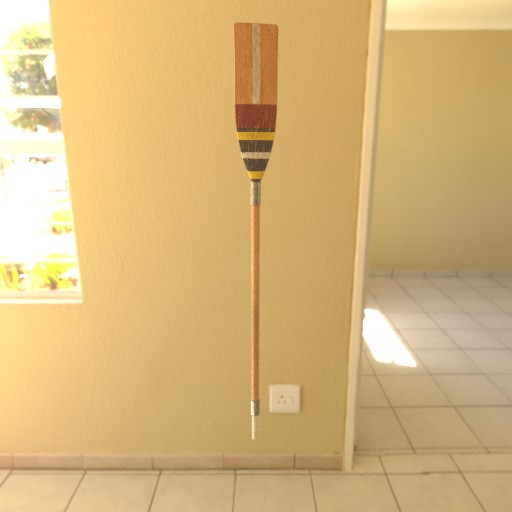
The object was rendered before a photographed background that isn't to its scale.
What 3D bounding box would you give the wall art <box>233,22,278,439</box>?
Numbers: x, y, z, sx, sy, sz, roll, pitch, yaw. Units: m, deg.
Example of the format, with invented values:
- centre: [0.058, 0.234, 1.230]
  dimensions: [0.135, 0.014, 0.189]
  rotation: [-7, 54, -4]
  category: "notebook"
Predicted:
- centre: [0.000, 0.000, 1.632]
  dimensions: [0.146, 1.556, 0.038]
  rotation: [-2, 15, -9]
  category: "wall art"
